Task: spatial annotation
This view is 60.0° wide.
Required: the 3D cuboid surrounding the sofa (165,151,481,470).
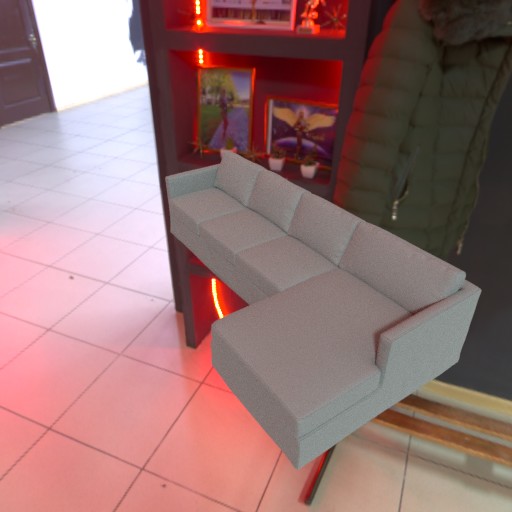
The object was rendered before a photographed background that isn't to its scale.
[{"bbox_3d":[0.000,0.000,3.893,1.622,0.867,3.177,-20,37,-29],"label":"sofa"}]
